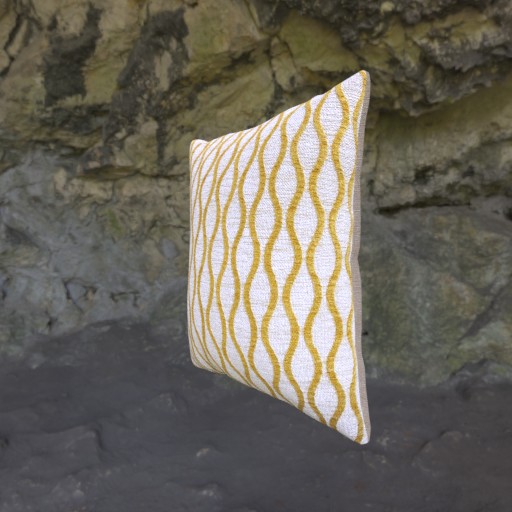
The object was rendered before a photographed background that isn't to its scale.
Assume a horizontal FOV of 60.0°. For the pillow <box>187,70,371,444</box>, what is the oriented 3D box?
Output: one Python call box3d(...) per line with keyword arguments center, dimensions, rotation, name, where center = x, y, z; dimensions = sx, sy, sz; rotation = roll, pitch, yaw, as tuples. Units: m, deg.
box3d(center=(0.000, 0.000, 0.678), dimensions=(0.159, 0.436, 0.429), rotation=(-1, 2, -37), name="pillow")
